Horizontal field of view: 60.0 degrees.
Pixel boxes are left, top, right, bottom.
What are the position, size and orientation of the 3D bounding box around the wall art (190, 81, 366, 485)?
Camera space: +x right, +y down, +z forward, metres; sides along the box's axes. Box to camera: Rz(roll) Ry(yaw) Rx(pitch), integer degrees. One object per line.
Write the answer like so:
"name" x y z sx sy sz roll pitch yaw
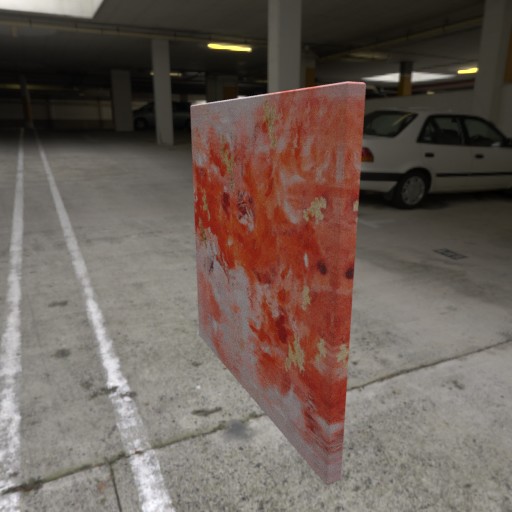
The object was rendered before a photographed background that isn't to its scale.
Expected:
"wall art" 0.000 0.000 1.107 0.064 0.746 0.747 -8 18 -25
